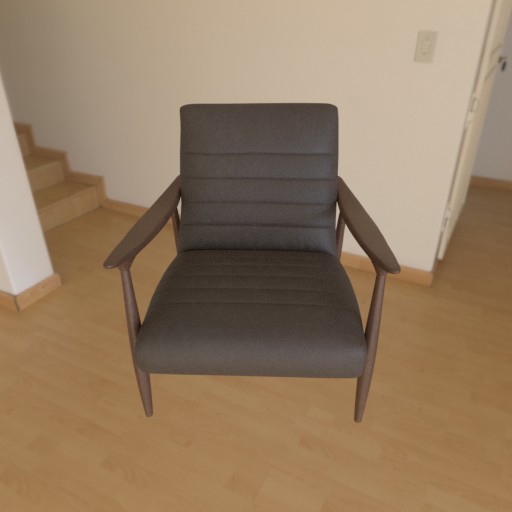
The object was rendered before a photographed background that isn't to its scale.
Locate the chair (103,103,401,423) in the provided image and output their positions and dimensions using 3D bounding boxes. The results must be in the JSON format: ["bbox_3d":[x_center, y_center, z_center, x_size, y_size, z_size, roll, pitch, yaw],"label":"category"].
[{"bbox_3d":[0.000,0.000,1.447,0.741,0.831,0.798,1,29,2],"label":"chair"}]
